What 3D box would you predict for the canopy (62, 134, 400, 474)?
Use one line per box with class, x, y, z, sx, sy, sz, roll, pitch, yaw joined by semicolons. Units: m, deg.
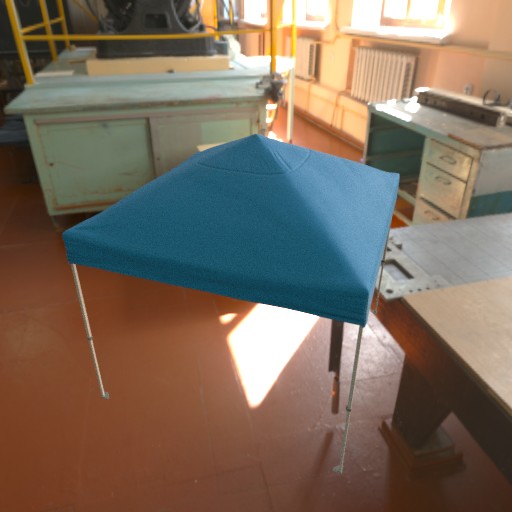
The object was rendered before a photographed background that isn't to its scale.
canopy;0.000;0.000;5.472;2.998;2.997;2.996;10;31;17
